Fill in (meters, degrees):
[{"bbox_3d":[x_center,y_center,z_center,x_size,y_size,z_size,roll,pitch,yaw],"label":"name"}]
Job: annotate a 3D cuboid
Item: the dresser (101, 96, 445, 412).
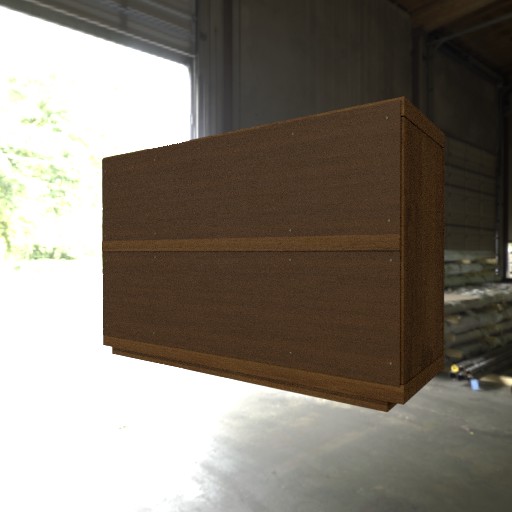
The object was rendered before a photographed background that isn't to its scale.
[{"bbox_3d":[0.000,0.000,1.689,1.261,0.825,0.479,0,1,35],"label":"dresser"}]
